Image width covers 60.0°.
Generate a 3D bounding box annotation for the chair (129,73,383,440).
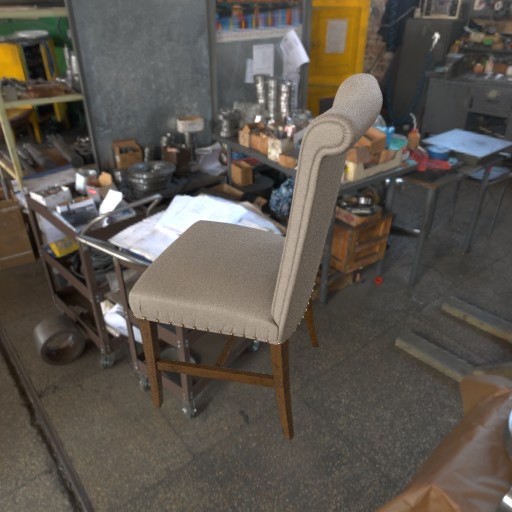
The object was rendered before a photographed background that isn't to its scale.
[{"bbox_3d":[0.000,0.000,1.342,0.608,0.988,0.513,9,33,15],"label":"chair"}]
